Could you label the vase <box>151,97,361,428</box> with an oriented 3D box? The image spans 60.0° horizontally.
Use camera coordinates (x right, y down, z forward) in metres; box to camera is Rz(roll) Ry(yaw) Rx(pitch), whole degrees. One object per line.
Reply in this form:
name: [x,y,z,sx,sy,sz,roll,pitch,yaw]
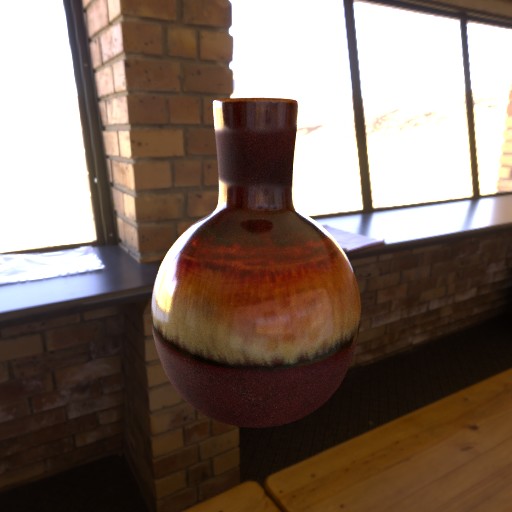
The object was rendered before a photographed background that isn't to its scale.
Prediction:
vase: [0.000,0.000,0.233,0.111,0.154,0.111,0,16,0]
